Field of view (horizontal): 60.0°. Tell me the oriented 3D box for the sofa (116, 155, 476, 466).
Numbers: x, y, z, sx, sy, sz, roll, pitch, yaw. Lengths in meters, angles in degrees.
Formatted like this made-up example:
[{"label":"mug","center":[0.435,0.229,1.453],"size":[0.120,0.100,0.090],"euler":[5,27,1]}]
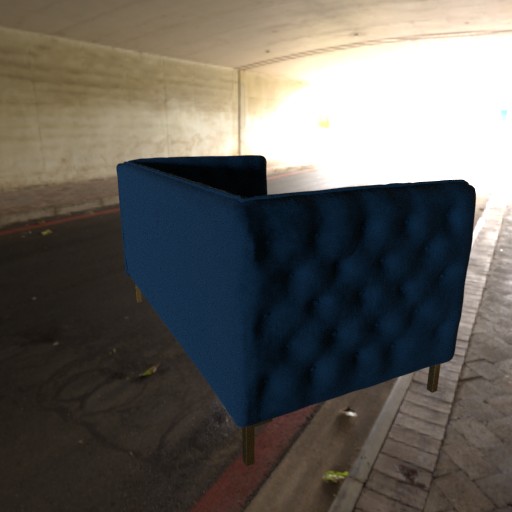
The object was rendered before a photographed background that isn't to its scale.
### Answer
[{"label":"sofa","center":[0.000,0.000,2.020],"size":[0.909,0.810,1.583],"euler":[-8,18,-26]}]
